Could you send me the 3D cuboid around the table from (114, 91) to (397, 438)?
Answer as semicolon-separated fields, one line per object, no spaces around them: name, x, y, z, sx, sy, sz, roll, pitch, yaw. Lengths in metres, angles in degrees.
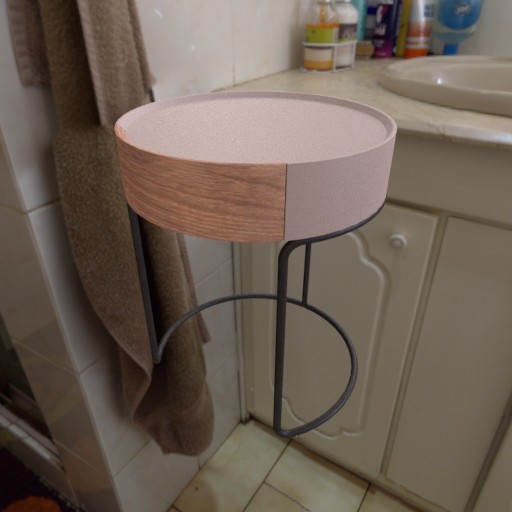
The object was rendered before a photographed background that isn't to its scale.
table;0.000;0.000;0.864;0.450;0.530;0.450;0;31;0
